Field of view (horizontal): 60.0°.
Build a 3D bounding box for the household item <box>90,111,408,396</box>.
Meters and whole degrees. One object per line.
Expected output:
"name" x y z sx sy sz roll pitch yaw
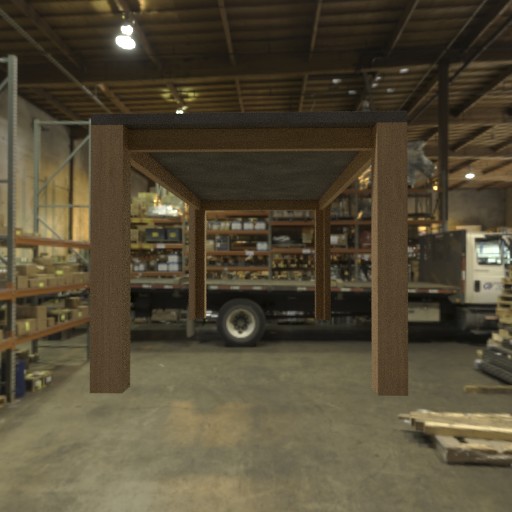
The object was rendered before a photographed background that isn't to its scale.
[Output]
"household item" 0.000 0.000 1.985 0.850 0.755 1.600 0 -1 2
